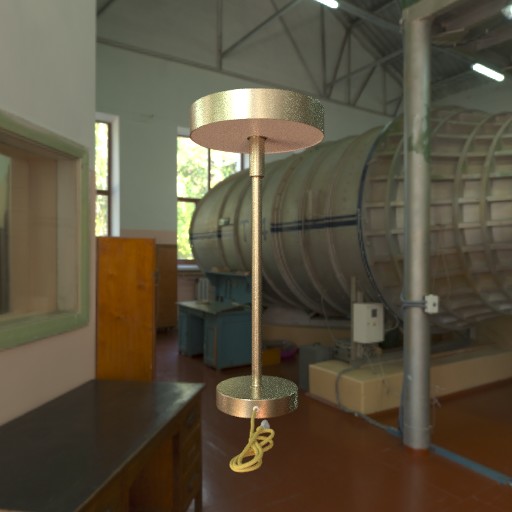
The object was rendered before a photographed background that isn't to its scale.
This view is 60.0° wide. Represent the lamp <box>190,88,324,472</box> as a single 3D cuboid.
[{"bbox_3d":[0.000,0.000,0.691,0.229,0.508,0.369,0,0,1],"label":"lamp"}]
